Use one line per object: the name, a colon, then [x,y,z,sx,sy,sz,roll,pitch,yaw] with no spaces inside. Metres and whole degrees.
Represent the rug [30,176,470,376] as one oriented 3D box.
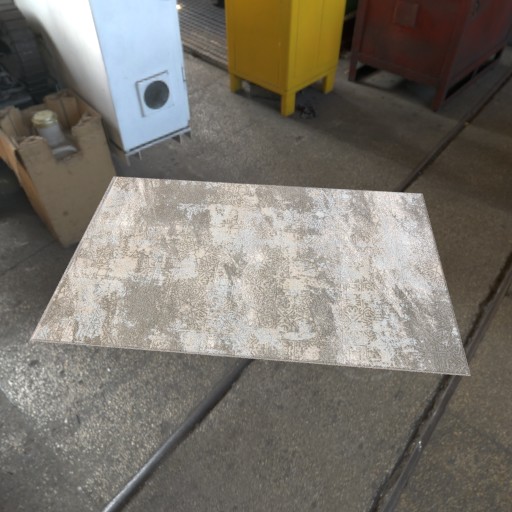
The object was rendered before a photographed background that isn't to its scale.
rug: [0.000,0.000,2.957,2.431,0.012,1.536,4,47,4]
